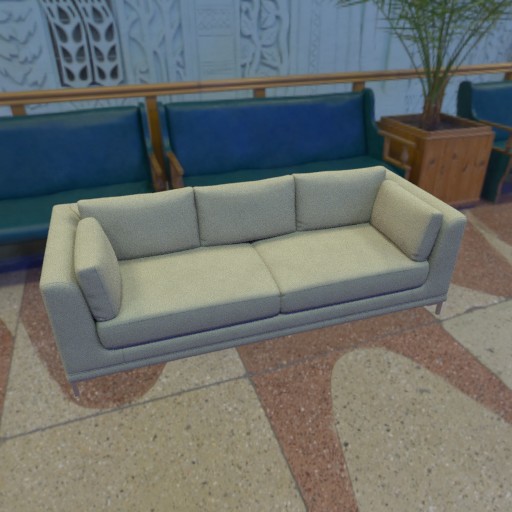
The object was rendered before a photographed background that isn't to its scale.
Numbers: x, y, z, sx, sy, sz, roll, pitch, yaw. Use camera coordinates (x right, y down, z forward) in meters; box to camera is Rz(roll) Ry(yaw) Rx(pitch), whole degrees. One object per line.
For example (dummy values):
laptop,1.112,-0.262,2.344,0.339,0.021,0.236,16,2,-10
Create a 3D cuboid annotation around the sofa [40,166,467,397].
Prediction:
sofa,0.000,0.000,2.906,2.415,0.867,0.969,-9,32,-15
